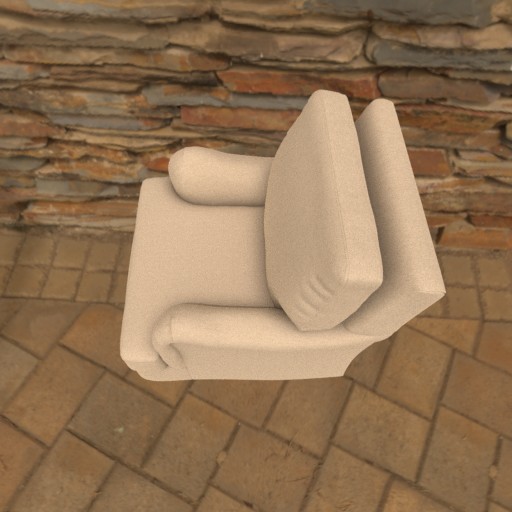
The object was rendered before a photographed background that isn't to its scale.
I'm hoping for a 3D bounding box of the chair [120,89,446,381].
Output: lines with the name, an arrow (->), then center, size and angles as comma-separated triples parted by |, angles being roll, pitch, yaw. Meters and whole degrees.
chair -> 0.000, 0.000, 1.852 | 1.078, 1.076, 0.895 | -1, 59, -1
